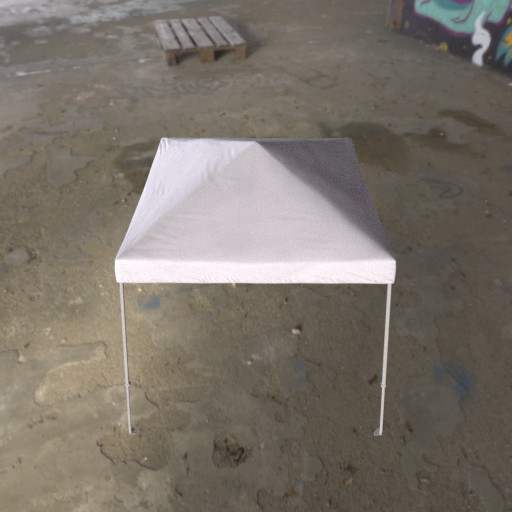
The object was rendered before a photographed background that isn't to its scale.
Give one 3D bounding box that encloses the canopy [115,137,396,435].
[{"bbox_3d":[0.000,0.000,5.161,2.849,2.850,2.850,0,40,0],"label":"canopy"}]
